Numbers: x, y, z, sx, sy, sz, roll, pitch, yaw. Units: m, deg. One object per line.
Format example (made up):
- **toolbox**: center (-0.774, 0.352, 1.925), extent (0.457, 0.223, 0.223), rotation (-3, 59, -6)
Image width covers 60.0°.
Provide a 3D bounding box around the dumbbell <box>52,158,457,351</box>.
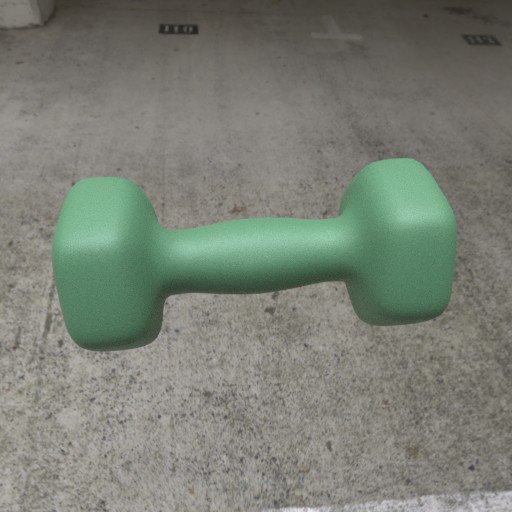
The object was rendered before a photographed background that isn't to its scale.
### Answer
- **dumbbell**: center (0.000, 0.000, 0.314), extent (0.257, 0.114, 0.126), rotation (-4, 48, -4)
